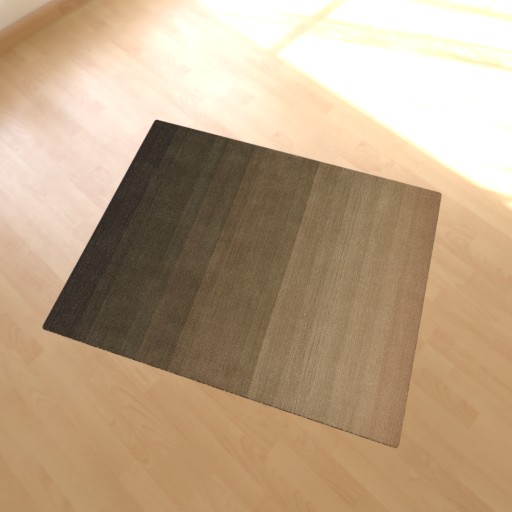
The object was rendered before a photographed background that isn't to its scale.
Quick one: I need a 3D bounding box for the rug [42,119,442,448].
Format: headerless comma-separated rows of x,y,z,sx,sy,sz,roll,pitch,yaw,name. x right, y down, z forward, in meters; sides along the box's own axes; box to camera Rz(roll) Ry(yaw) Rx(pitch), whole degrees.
0.000,0.000,3.851,2.902,0.017,2.306,16,66,8,rug
